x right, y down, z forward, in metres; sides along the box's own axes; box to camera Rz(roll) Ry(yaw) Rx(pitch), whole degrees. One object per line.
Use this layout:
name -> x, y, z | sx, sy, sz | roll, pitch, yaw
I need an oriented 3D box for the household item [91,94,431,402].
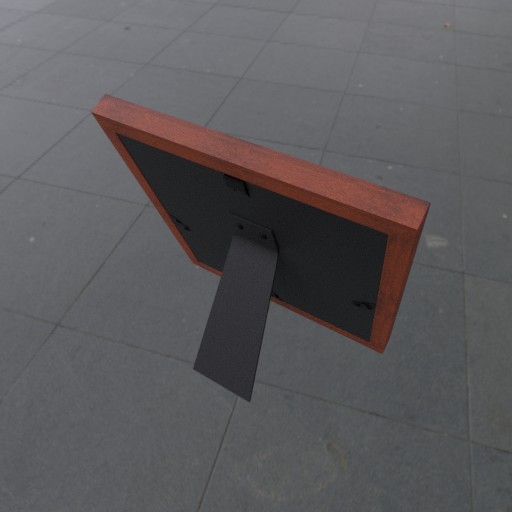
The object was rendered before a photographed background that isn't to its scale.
household item -> 0.000, 0.000, 0.377 | 0.240, 0.240, 0.131 | 24, 50, 22
